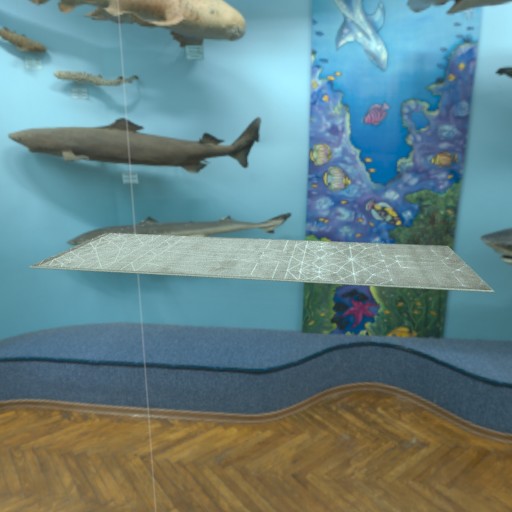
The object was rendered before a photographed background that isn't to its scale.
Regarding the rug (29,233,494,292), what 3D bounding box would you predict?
[{"bbox_3d":[0.000,0.000,2.658,2.388,0.012,0.864,3,16,9],"label":"rug"}]
